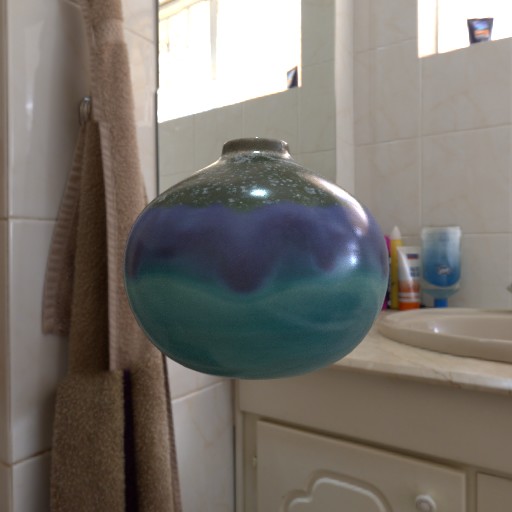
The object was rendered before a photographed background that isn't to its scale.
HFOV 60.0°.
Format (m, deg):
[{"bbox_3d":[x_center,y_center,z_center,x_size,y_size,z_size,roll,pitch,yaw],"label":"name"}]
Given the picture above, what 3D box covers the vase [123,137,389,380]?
[{"bbox_3d":[0.000,0.000,0.267,0.154,0.133,0.154,0,0,0],"label":"vase"}]
